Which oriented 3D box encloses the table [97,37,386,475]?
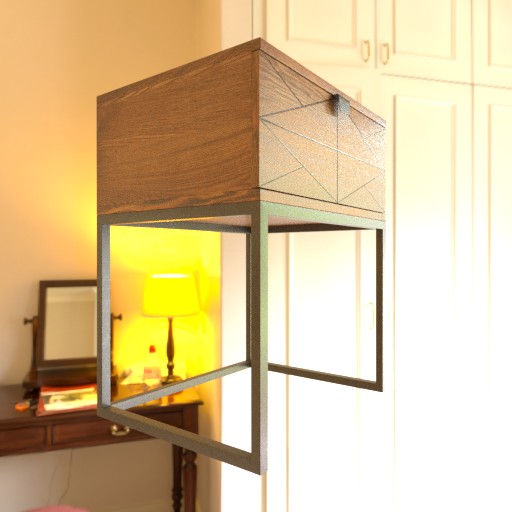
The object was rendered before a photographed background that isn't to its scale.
[{"bbox_3d":[0.000,0.000,0.919,0.400,0.610,0.482,0,0,37],"label":"table"}]
